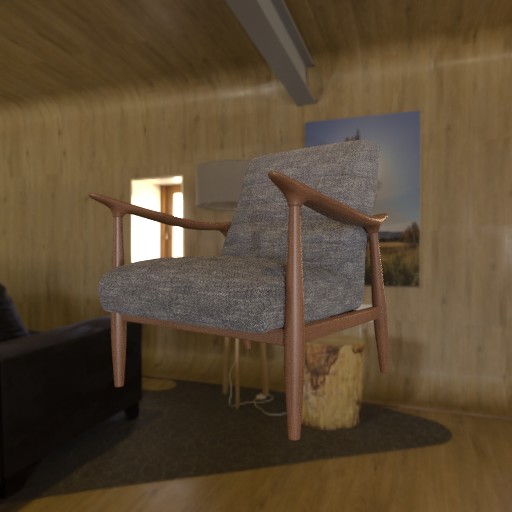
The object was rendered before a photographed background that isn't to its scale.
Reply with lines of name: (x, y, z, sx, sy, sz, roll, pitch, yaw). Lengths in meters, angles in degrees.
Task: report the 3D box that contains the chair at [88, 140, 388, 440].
chair: (0.000, 0.000, 1.459, 0.741, 0.832, 0.798, 1, 2, 36)
